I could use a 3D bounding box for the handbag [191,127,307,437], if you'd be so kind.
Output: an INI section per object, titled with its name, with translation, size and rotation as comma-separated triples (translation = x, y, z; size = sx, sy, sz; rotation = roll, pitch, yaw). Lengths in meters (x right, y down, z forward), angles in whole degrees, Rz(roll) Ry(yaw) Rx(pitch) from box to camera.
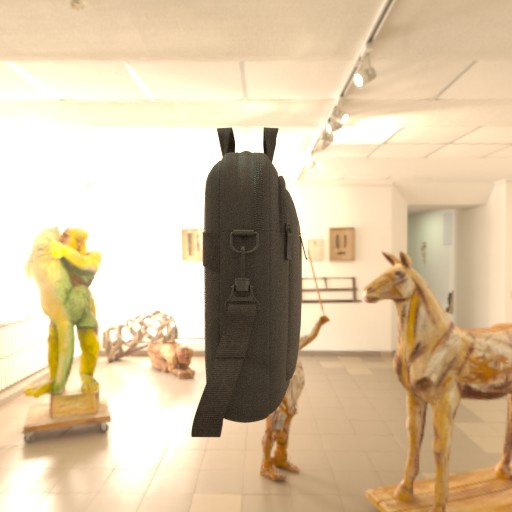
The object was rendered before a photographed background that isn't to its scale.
[handbag]
translation = 0.000, 0.000, 0.436
size = 0.089, 0.244, 0.320
rotation = 0, 1, 0
